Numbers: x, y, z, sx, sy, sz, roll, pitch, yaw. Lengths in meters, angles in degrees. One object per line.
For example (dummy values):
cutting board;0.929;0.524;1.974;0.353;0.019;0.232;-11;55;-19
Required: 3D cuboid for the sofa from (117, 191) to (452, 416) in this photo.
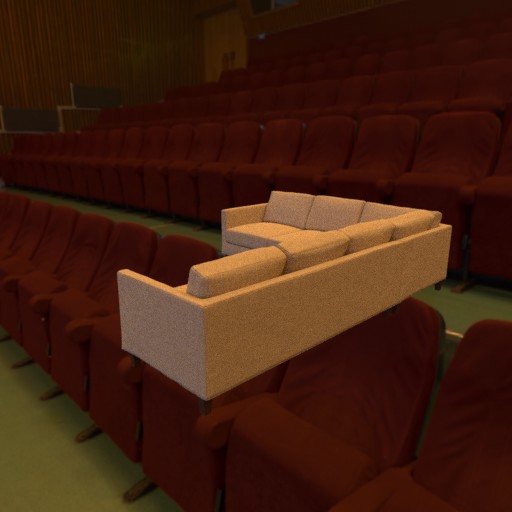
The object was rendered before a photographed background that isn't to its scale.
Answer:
sofa;0.000;0.000;4.260;3.182;0.863;2.432;-14;20;-43
